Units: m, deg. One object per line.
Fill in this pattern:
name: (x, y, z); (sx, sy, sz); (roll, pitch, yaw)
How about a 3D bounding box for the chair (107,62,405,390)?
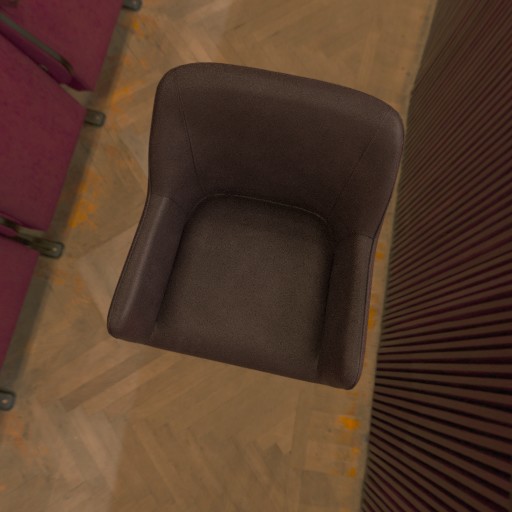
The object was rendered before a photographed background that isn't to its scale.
chair: (0.000, 0.000, 1.246); (0.610, 0.828, 0.610); (12, 77, 3)
